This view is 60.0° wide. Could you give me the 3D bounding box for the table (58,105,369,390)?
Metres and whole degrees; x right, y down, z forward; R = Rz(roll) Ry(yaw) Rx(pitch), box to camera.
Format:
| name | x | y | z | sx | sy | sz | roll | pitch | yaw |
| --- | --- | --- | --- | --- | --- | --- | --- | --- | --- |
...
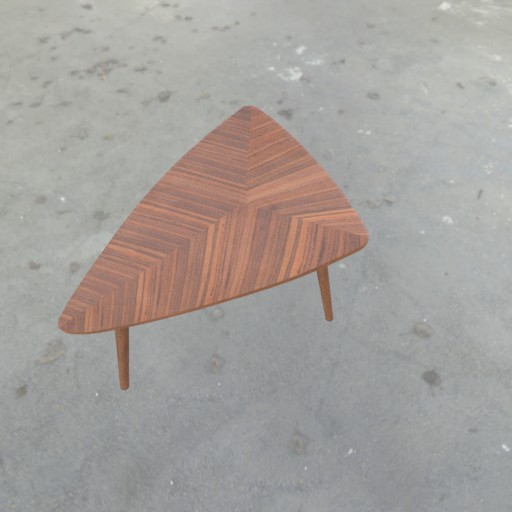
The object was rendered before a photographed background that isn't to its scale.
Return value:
| name | x | y | z | sx | sy | sz | roll | pitch | yaw |
| --- | --- | --- | --- | --- | --- | --- | --- | --- | --- |
| table | 0.000 | 0.000 | 1.302 | 0.601 | 0.365 | 1.008 | 17 | 49 | 15 |
